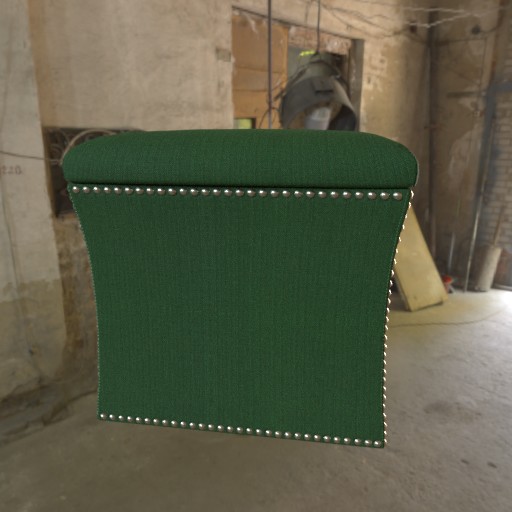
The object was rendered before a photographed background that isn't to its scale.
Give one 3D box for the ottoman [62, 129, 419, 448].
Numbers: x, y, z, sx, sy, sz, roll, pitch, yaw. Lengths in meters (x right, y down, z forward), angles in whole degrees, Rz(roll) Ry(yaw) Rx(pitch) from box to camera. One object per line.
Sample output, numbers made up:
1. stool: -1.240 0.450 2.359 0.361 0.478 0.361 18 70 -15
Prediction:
1. ottoman: 0.000 0.000 0.860 0.497 0.475 0.507 2 16 8
